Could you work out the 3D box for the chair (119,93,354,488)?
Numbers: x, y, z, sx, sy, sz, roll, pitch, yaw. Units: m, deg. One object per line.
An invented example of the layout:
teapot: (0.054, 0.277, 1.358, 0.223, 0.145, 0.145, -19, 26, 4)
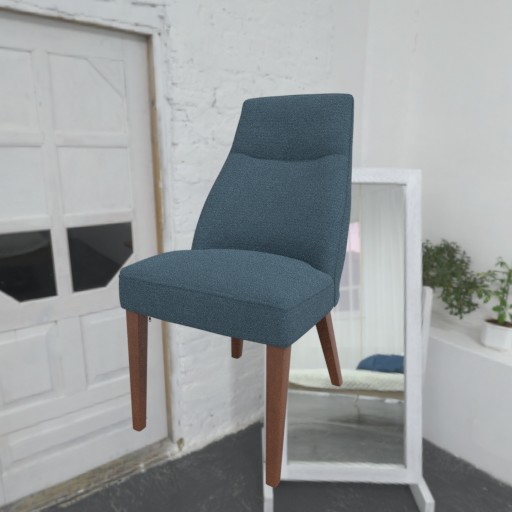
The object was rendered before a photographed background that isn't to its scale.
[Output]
chair: (0.000, 0.000, 1.288, 0.500, 0.930, 0.620, 8, 17, 28)
